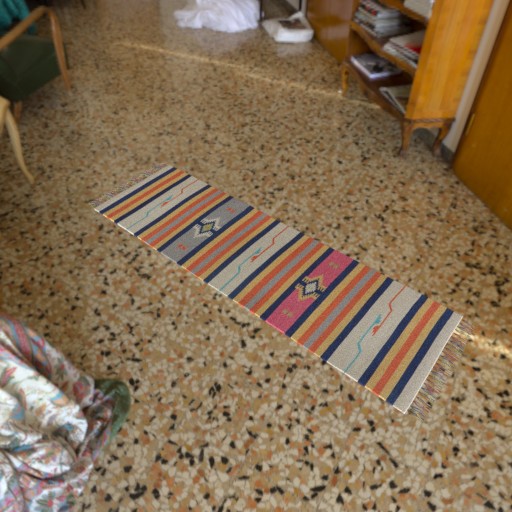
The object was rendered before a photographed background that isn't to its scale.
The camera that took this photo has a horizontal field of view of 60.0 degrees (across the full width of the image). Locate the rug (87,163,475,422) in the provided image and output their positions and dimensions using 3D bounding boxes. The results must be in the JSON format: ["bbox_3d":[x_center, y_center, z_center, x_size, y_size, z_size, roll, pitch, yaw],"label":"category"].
[{"bbox_3d":[0.000,0.000,2.687,2.455,0.017,0.695,30,52,27],"label":"rug"}]
